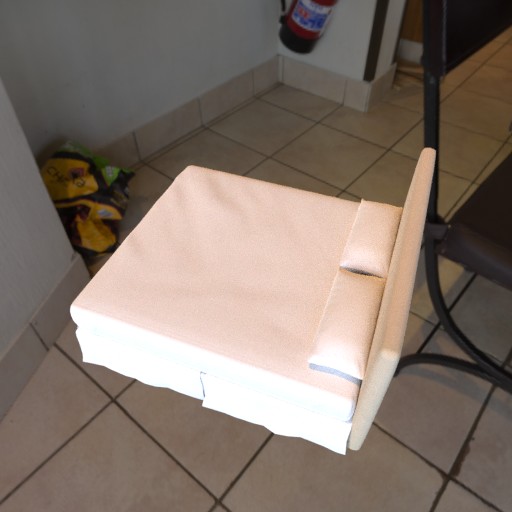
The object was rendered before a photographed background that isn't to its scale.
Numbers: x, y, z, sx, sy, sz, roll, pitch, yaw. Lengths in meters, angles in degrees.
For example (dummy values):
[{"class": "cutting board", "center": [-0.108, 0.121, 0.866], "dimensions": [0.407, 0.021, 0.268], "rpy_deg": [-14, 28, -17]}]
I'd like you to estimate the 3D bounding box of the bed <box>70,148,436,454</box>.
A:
[{"class": "bed", "center": [0.000, 0.000, 3.585], "dimensions": [2.319, 1.317, 2.119], "rpy_deg": [15, 48, 14]}]
